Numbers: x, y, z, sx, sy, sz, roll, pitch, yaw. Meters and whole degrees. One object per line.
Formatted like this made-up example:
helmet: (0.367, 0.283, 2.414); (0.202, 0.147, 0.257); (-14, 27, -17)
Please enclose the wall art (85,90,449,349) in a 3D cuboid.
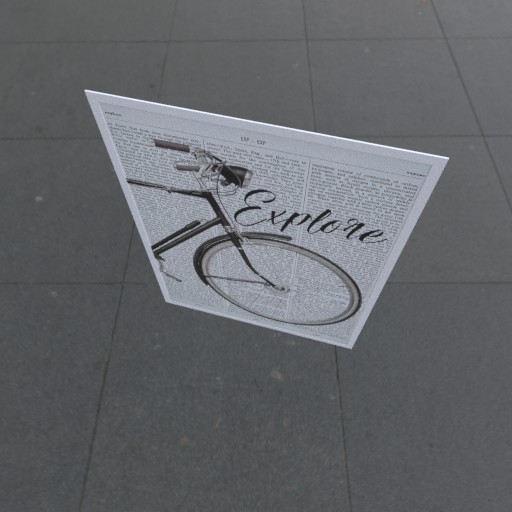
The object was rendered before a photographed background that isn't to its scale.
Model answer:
wall art: (0.000, 0.000, 0.797); (0.457, 0.610, 0.003); (13, 59, 8)
